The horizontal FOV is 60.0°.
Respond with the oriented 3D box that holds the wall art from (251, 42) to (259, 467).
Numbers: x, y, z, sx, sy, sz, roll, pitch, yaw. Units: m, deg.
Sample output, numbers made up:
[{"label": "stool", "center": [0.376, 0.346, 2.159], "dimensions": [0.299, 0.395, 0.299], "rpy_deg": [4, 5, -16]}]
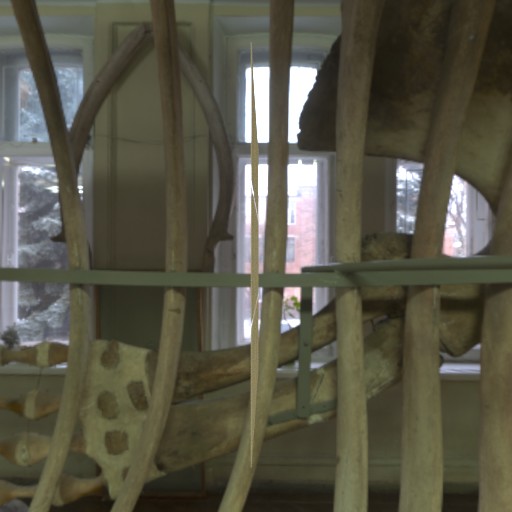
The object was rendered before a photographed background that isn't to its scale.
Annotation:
[{"label": "wall art", "center": [0.000, 0.000, 2.325], "dimensions": [0.002, 1.505, 1.517], "rpy_deg": [0, -1, 1]}]
